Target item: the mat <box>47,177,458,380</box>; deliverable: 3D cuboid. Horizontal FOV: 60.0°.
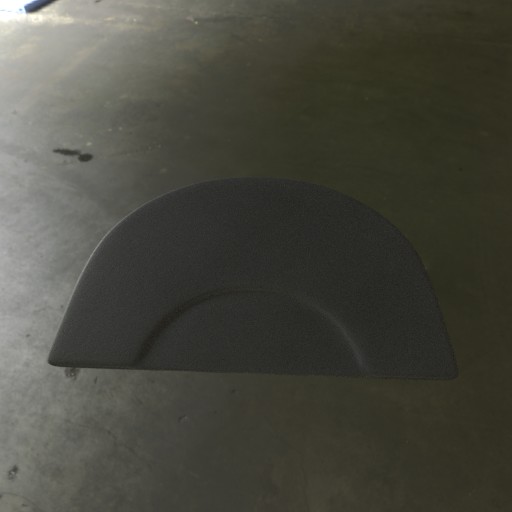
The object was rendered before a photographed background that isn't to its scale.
[{"bbox_3d":[0.000,0.000,1.593,1.220,0.016,0.917,2,48,1],"label":"mat"}]
